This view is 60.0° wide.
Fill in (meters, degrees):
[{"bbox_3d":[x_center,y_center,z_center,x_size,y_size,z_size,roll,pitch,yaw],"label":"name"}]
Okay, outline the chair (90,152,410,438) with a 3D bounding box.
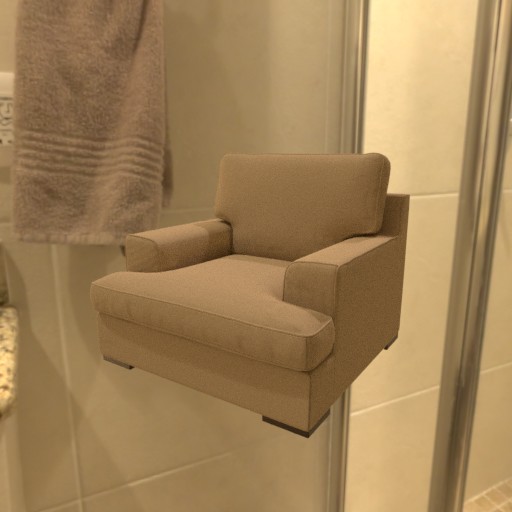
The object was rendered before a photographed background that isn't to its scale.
[{"bbox_3d":[0.000,0.000,2.200,1.293,1.005,1.274,6,14,25],"label":"chair"}]
